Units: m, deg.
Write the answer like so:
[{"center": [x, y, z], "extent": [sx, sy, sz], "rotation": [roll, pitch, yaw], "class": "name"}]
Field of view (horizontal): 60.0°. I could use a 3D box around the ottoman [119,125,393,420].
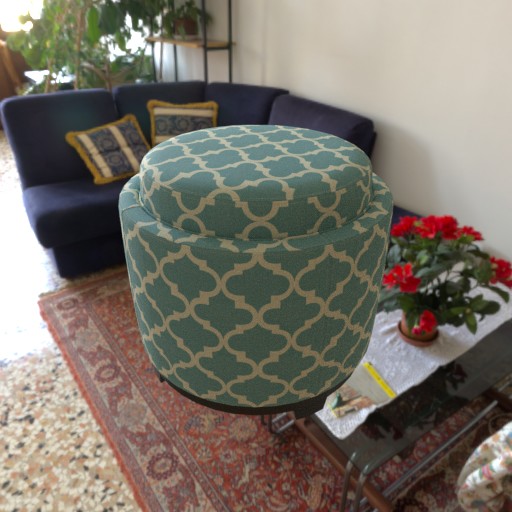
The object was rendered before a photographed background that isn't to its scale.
[{"center": [0.000, 0.000, 0.860], "extent": [0.480, 0.429, 0.480], "rotation": [0, 31, 0], "class": "ottoman"}]
